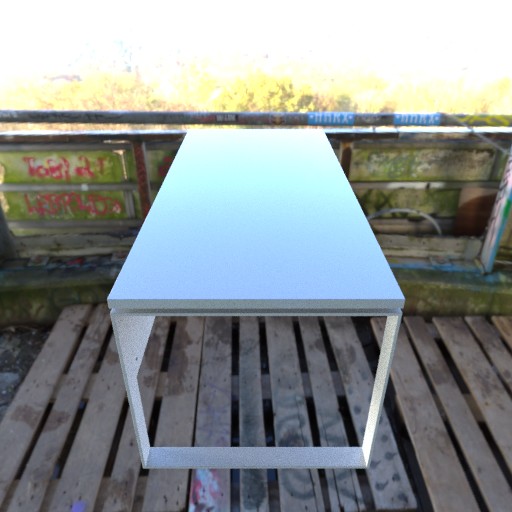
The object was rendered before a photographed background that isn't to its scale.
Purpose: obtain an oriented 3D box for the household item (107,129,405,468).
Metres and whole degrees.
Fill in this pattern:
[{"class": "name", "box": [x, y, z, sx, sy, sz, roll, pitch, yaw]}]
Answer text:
[{"class": "household item", "box": [0.000, 0.000, 2.109, 0.800, 0.745, 1.700, 0, 31, 0]}]
